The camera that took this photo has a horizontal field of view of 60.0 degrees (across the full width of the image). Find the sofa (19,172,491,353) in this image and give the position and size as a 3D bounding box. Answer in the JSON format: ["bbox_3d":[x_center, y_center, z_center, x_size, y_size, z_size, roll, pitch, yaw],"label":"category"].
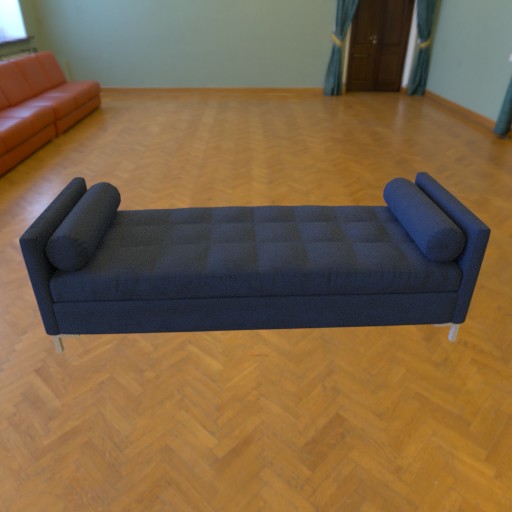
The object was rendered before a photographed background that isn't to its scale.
[{"bbox_3d":[0.000,0.000,2.417,2.102,0.657,0.797,-1,30,-2],"label":"sofa"}]
